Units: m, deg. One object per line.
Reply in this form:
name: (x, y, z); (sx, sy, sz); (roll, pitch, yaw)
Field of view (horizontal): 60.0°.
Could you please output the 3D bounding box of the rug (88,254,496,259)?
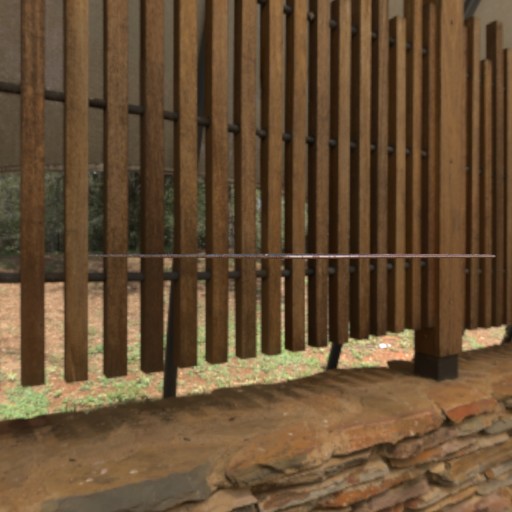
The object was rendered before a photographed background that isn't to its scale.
rug: (0.000, 0.000, 3.004); (1.539, 0.018, 2.449); (0, 0, -36)
